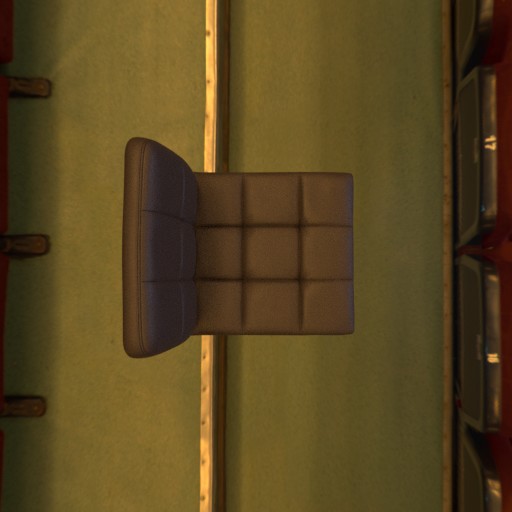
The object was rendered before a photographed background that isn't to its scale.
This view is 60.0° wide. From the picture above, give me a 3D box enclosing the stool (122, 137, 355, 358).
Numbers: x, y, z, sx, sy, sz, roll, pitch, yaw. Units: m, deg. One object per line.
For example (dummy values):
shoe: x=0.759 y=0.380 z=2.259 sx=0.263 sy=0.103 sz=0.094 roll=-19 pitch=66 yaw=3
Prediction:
stool: x=0.000 y=0.000 z=1.358 sx=0.505 sy=1.115 sz=0.430 roll=0 pitch=88 yaw=0
